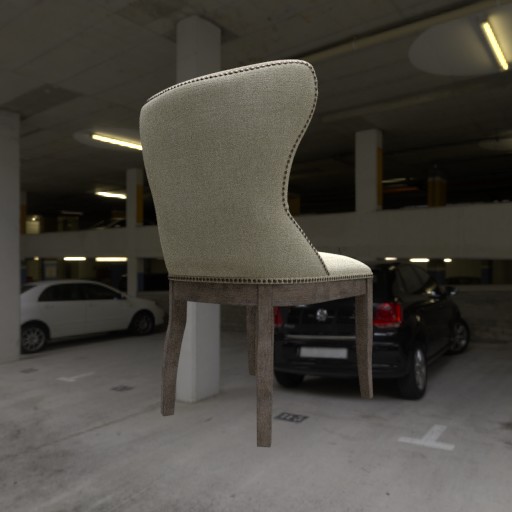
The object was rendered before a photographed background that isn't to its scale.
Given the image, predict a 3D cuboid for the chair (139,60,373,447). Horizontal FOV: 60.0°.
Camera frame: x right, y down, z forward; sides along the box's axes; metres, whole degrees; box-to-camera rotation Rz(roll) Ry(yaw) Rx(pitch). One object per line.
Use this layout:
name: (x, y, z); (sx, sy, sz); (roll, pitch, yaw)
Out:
chair: (0.000, 0.000, 1.464); (0.654, 1.002, 0.681); (0, 0, 37)
